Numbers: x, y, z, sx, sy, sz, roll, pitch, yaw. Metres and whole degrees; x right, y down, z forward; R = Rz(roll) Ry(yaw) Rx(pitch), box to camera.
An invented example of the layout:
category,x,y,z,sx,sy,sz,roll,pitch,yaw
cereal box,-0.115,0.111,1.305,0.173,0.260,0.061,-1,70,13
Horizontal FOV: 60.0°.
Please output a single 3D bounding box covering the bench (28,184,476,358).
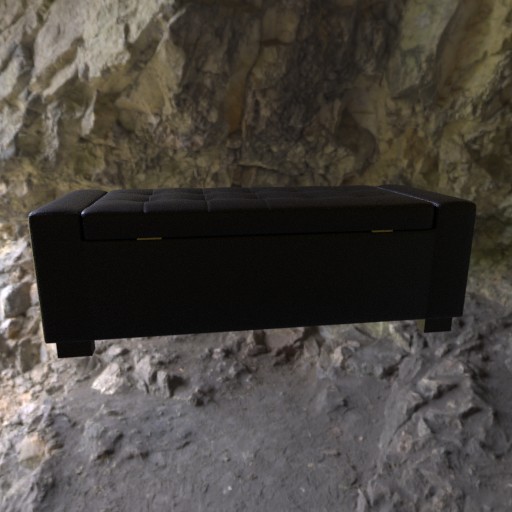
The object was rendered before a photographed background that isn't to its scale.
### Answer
category,x,y,z,sx,sy,sz,roll,pitch,yaw
bench,0.000,0.000,1.543,1.296,0.445,0.508,-2,15,-8
